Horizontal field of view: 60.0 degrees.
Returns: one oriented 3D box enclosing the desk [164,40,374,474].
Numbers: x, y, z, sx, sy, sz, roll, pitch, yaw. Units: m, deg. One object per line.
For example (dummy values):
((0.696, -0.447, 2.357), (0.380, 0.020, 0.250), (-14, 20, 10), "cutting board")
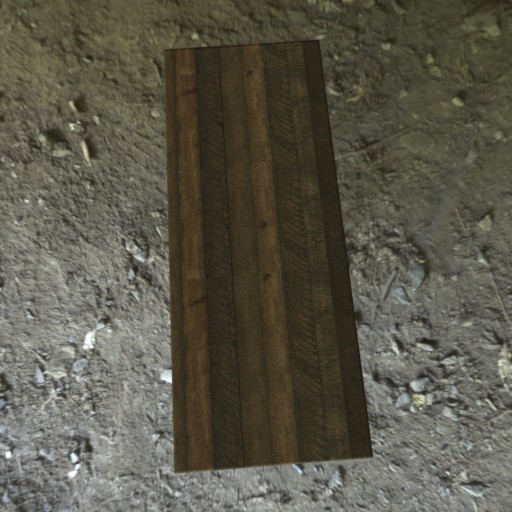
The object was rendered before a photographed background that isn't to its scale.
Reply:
((0.000, 0.000, 1.925), (0.617, 0.753, 1.538), (-4, 75, -1), "desk")
